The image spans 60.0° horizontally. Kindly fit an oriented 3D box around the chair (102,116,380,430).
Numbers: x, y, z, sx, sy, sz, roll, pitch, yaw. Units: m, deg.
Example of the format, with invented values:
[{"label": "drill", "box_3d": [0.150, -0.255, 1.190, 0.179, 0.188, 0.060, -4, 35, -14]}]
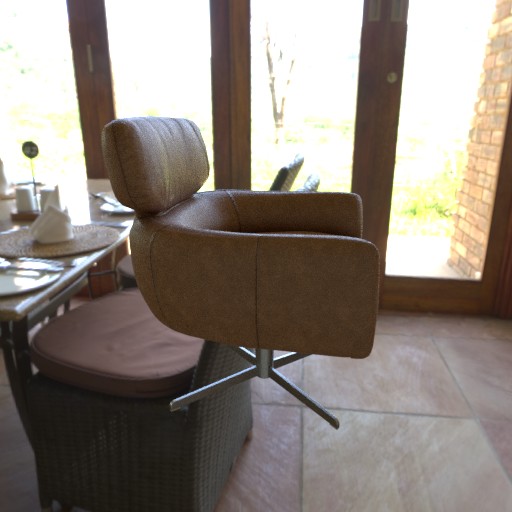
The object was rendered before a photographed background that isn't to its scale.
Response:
[{"label": "chair", "box_3d": [0.000, 0.000, 1.345, 0.715, 0.812, 0.706, 3, 18, 9]}]
